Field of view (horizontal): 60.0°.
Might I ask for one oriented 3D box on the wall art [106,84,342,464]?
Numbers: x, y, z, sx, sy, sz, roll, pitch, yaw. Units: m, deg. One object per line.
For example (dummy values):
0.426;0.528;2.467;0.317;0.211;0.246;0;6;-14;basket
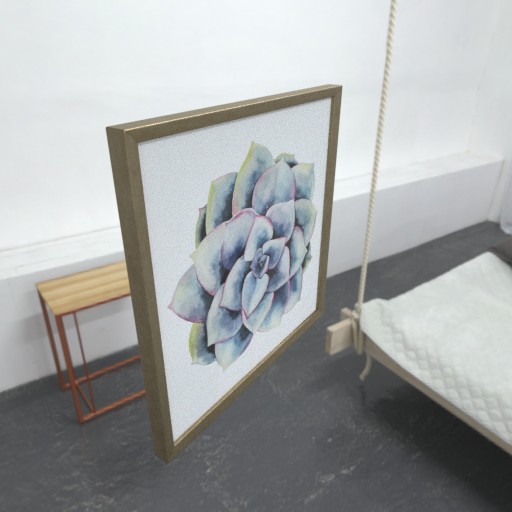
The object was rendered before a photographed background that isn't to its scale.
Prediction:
0.000;0.000;0.757;0.030;0.506;0.503;18;32;31;wall art
